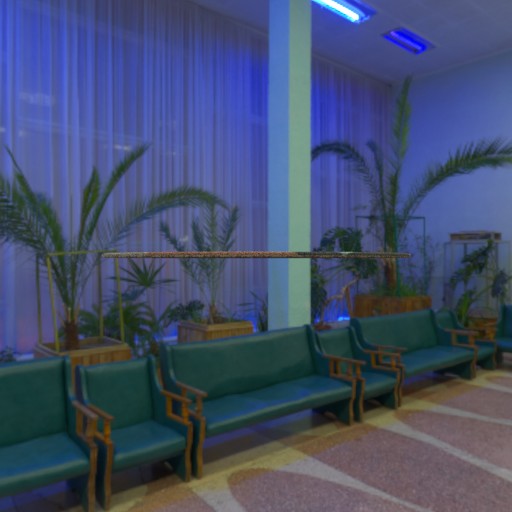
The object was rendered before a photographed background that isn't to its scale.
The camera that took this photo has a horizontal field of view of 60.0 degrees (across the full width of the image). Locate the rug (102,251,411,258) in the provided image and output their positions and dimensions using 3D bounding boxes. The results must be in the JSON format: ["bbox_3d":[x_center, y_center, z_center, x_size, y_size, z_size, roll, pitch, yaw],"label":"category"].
[{"bbox_3d":[0.000,0.000,3.728,2.461,0.033,2.461,0,0,0],"label":"rug"}]
